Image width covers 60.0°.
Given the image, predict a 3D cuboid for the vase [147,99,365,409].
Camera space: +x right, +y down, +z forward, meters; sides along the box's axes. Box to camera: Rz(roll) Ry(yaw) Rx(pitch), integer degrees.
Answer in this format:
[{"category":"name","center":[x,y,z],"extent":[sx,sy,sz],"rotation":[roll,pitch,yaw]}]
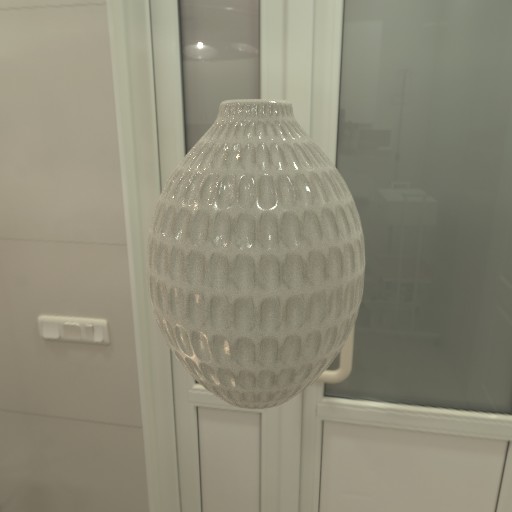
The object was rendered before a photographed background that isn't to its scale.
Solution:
[{"category":"vase","center":[0.000,0.000,0.337],"extent":[0.162,0.223,0.162],"rotation":[0,16,0]}]
